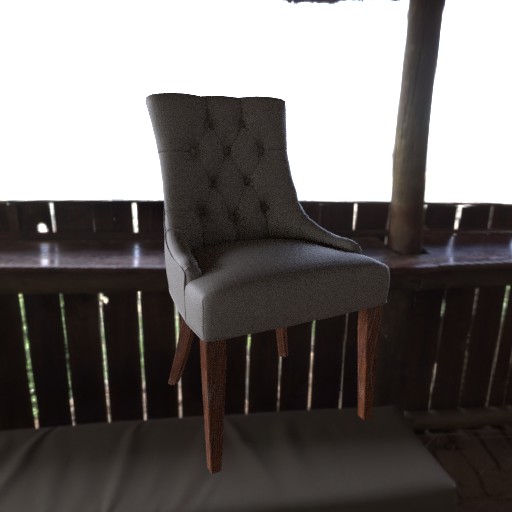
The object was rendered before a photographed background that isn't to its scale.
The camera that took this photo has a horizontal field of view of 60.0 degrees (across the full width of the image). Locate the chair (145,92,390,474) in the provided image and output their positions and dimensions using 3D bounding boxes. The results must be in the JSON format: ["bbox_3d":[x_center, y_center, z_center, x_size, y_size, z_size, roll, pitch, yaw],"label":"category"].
[{"bbox_3d":[0.000,0.000,1.221,0.509,0.874,0.565,-8,17,-26],"label":"chair"}]
